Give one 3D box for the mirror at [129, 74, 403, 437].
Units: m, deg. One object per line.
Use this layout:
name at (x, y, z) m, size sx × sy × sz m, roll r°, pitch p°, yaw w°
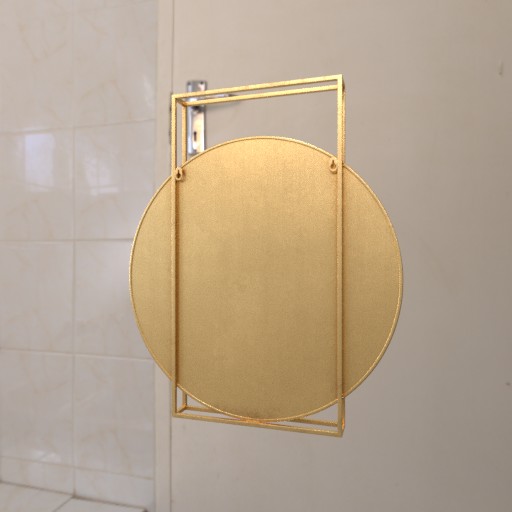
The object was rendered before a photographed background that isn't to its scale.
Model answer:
mirror at (0.000, 0.000, 0.806) m, size 0.508 × 0.603 × 0.051 m, roll 0°, pitch 0°, yaw 17°
